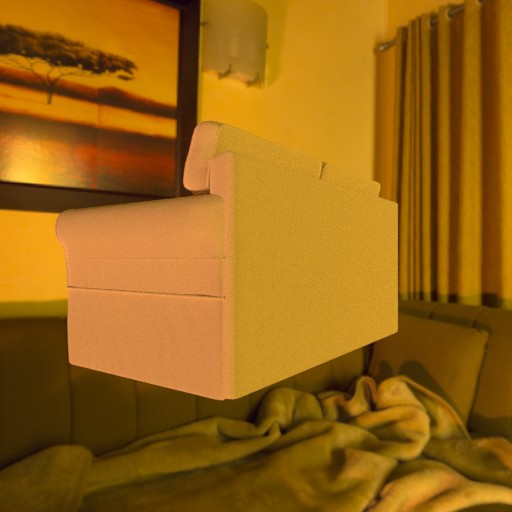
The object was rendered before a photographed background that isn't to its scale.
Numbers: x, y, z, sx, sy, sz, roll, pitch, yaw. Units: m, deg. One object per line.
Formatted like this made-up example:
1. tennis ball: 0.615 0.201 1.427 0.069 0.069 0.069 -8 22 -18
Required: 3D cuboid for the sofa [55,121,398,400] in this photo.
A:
1. sofa: 0.000 0.000 2.347 0.991 0.940 1.727 0 0 36
